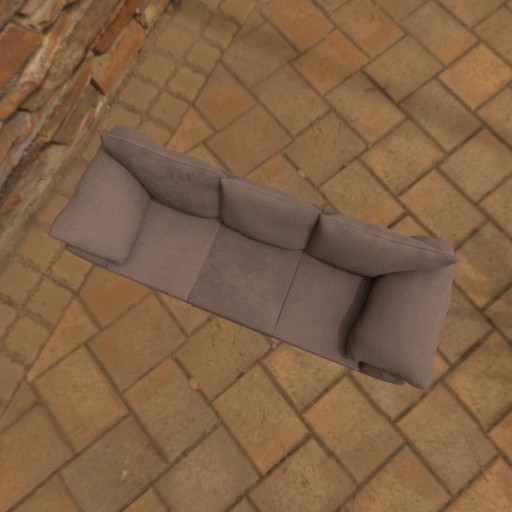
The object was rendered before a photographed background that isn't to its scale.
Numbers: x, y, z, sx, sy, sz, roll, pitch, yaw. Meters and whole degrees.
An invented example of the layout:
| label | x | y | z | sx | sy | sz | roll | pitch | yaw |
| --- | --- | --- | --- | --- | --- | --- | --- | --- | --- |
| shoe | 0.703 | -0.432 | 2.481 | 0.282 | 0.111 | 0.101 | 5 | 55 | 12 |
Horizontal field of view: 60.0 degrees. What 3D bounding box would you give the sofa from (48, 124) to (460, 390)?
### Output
| label | x | y | z | sx | sy | sz | roll | pitch | yaw |
| --- | --- | --- | --- | --- | --- | --- | --- | --- | --- |
| sofa | 0.000 | 0.000 | 2.898 | 2.377 | 0.981 | 0.893 | 21 | 76 | 6 |
